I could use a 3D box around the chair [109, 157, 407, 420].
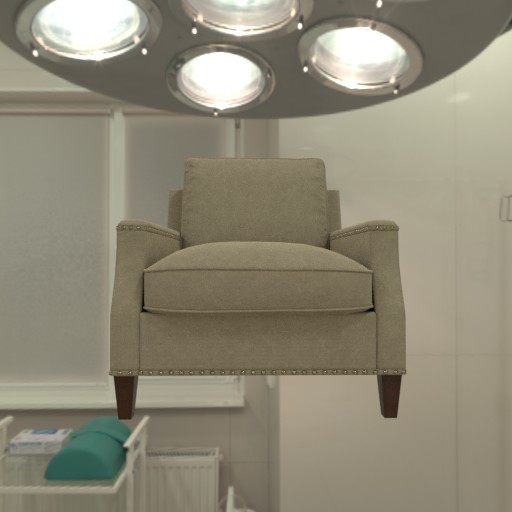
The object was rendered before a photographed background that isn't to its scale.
[{"bbox_3d":[0.000,0.000,1.732,0.853,0.943,1.014,0,-1,-1],"label":"chair"}]
